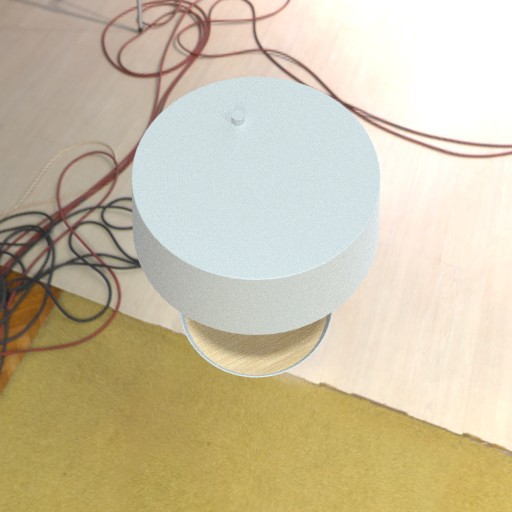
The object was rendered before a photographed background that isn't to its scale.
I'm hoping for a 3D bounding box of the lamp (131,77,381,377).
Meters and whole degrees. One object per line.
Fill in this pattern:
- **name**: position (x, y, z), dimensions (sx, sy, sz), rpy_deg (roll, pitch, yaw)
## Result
- **lamp**: position (0.000, 0.000, 0.626), dimensions (0.291, 0.429, 0.291), rpy_deg (0, 64, 0)
